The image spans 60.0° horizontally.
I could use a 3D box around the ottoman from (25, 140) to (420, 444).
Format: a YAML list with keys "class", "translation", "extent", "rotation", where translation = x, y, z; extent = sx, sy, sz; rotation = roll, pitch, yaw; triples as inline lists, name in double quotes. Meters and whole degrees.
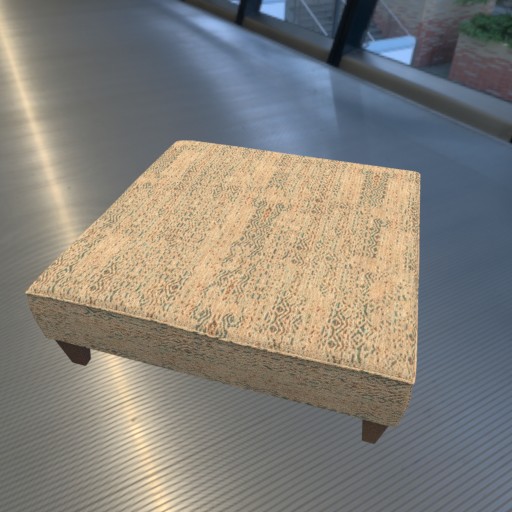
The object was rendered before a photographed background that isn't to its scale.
- class: "ottoman"
  translation: [0.000, 0.000, 1.494]
  extent: [1.004, 0.356, 0.968]
  rotation: [11, 41, 13]
